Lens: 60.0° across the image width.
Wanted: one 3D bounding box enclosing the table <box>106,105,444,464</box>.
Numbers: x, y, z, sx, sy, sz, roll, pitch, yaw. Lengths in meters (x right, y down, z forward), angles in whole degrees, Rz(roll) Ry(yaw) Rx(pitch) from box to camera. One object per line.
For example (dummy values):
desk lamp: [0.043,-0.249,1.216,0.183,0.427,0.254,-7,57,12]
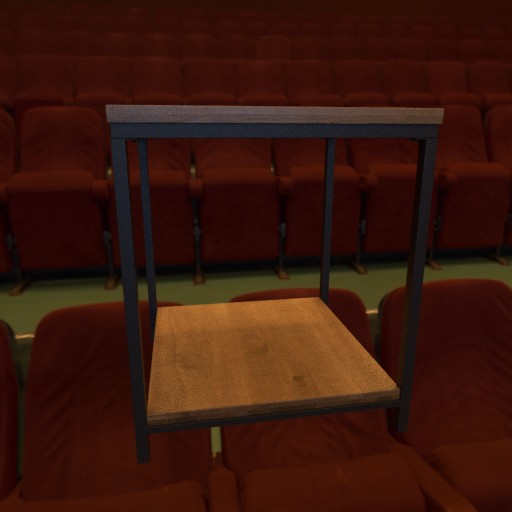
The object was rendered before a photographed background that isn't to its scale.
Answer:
table: [0.000,0.000,0.966,0.507,0.589,0.503,-3,16,-10]
